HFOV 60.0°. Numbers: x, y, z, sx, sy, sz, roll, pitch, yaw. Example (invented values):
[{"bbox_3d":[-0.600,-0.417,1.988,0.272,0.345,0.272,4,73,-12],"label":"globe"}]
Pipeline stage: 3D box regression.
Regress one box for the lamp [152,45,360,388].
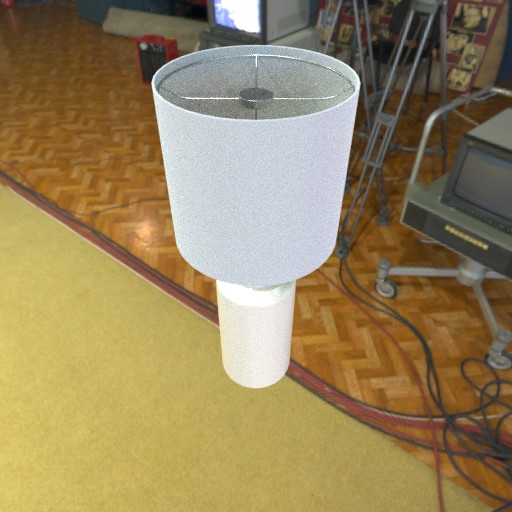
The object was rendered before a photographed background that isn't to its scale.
[{"bbox_3d":[0.000,0.000,0.619,0.212,0.493,0.212,0,41,0],"label":"lamp"}]
